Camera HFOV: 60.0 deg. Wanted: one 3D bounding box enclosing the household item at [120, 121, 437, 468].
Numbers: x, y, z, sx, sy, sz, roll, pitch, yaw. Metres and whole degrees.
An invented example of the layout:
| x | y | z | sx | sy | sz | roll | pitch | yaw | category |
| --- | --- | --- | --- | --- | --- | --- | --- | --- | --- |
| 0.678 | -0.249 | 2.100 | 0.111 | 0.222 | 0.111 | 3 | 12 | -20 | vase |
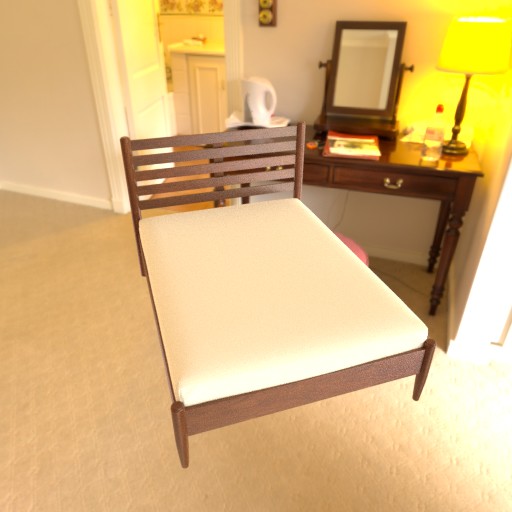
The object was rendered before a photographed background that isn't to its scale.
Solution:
| x | y | z | sx | sy | sz | roll | pitch | yaw | category |
| --- | --- | --- | --- | --- | --- | --- | --- | --- | --- |
| 0.000 | 0.000 | 3.344 | 1.663 | 1.356 | 2.232 | -10 | 32 | -15 | household item |
